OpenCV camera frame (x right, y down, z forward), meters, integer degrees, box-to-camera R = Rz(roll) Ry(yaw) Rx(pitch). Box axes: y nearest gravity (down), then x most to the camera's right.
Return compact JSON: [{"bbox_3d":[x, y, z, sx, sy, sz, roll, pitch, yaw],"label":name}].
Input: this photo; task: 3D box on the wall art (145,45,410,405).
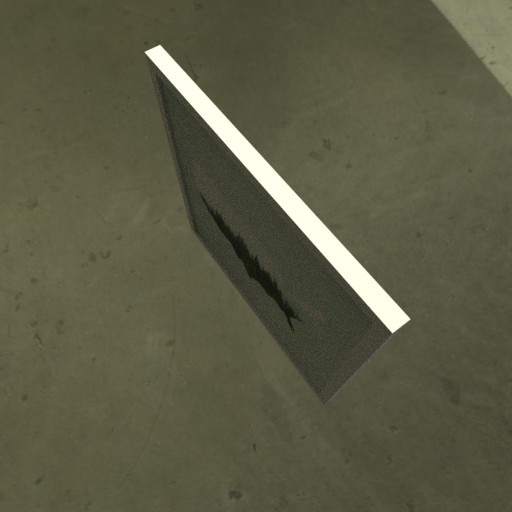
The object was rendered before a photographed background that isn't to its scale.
[{"bbox_3d":[0.000,0.000,1.157,0.038,0.762,0.762,-33,68,-15],"label":"wall art"}]
